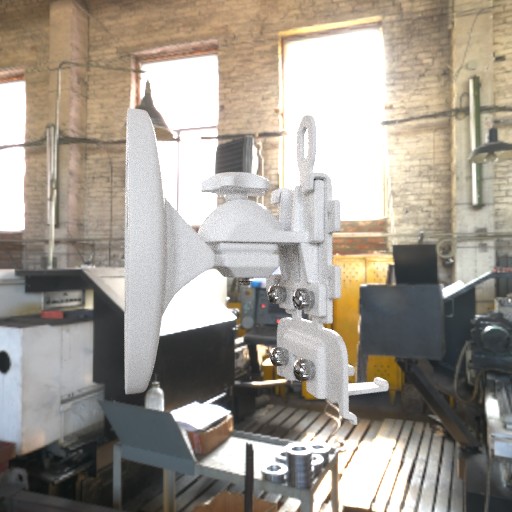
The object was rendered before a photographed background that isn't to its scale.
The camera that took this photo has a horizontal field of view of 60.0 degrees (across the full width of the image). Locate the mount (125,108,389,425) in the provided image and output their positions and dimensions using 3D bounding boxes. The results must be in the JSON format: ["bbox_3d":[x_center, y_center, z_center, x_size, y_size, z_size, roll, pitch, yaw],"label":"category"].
[{"bbox_3d":[0.000,0.000,0.178,0.100,0.118,0.066,0,-1,-18],"label":"mount"}]
